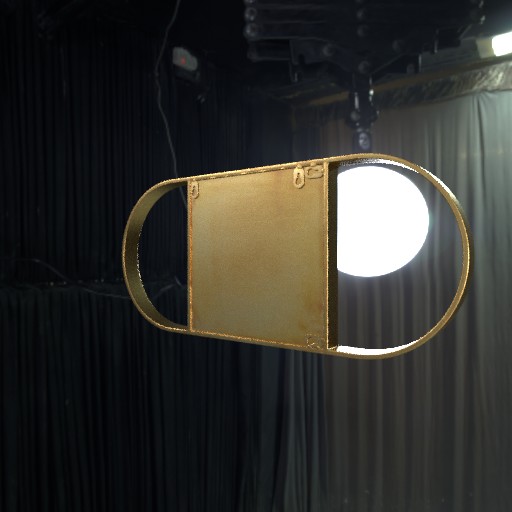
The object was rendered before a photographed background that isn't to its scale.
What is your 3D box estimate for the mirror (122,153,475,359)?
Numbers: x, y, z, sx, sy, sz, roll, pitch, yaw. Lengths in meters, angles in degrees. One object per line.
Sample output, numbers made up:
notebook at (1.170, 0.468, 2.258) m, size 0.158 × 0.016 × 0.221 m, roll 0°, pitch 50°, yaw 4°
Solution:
mirror at (0.000, 0.000, 0.657) m, size 0.584 × 0.254 × 0.032 m, roll 0°, pitch 0°, yaw 36°
